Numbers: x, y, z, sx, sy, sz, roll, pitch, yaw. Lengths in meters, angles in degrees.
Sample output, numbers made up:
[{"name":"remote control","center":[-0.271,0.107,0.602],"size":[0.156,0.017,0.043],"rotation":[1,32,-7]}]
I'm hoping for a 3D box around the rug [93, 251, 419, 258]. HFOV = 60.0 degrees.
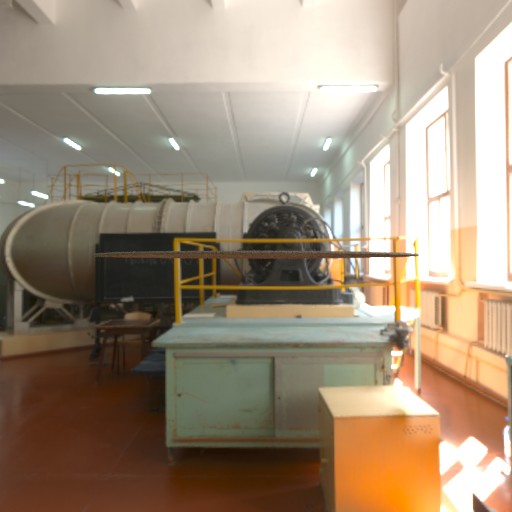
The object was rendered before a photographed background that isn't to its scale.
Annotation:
[{"name":"rug","center":[0.000,0.000,2.311],"size":[1.598,0.010,1.598],"rotation":[0,-1,0]}]
